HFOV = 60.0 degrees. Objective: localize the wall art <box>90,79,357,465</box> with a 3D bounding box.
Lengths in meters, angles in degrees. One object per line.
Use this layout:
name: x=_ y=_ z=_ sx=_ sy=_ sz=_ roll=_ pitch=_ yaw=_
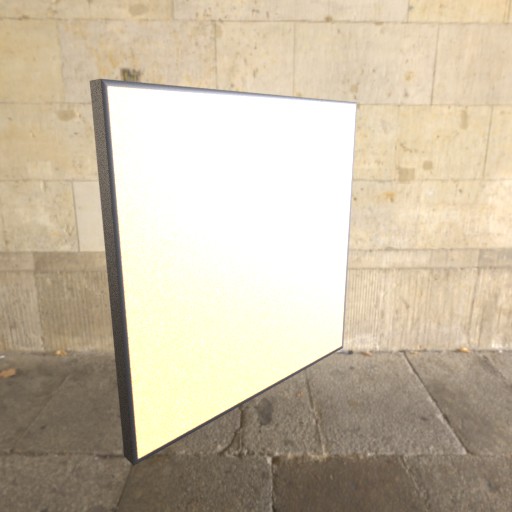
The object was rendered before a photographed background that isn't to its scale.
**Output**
wall art: x=0.000 y=0.000 z=1.113 sx=0.769 sy=0.766 sz=0.042 roll=-15 pitch=21 yaw=-43
